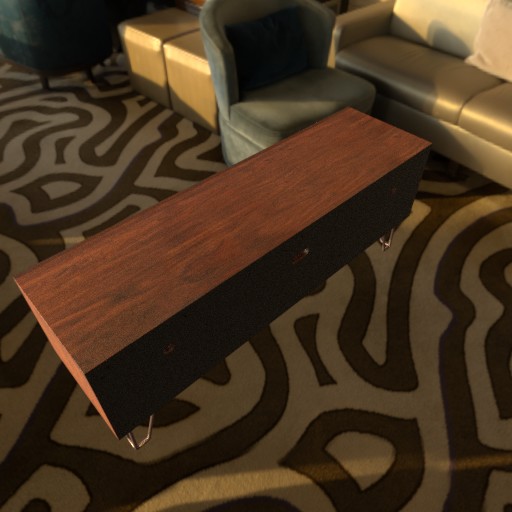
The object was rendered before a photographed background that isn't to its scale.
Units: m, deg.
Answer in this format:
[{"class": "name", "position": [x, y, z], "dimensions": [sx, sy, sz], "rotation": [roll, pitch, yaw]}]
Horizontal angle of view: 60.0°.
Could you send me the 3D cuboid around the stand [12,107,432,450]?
[{"class": "stand", "position": [0.000, 0.000, 1.848], "dimensions": [1.626, 0.610, 0.481], "rotation": [-33, 54, -29]}]
